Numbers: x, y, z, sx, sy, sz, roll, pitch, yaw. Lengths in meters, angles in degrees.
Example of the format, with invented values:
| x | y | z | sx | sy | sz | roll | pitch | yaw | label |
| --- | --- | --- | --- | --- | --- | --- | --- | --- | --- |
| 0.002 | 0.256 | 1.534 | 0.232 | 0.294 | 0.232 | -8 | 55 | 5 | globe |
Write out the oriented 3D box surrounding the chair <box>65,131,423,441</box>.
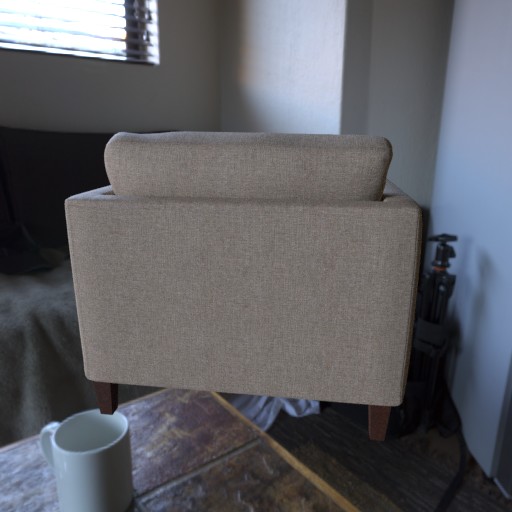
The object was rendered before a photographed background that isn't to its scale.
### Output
| x | y | z | sx | sy | sz | roll | pitch | yaw | label |
| --- | --- | --- | --- | --- | --- | --- | --- | --- | --- |
| 0.000 | 0.000 | 1.818 | 1.107 | 0.987 | 0.959 | 2 | 16 | 8 | chair |
